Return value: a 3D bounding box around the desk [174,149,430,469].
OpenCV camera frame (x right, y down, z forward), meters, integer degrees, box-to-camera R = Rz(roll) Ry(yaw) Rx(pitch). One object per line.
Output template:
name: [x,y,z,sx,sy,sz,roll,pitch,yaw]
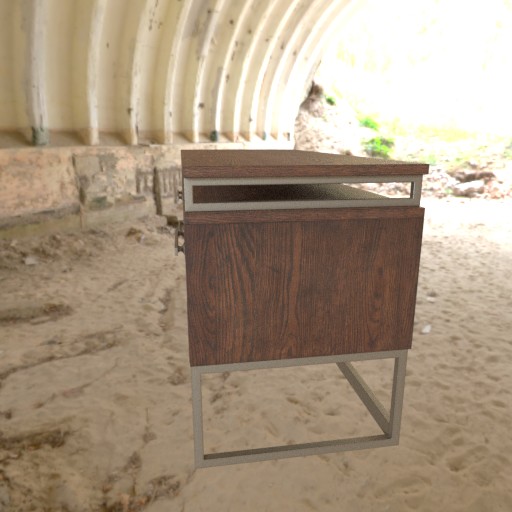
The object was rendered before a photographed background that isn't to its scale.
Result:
desk: [0.000,0.000,1.769,0.610,0.792,1.384,-2,15,-9]
